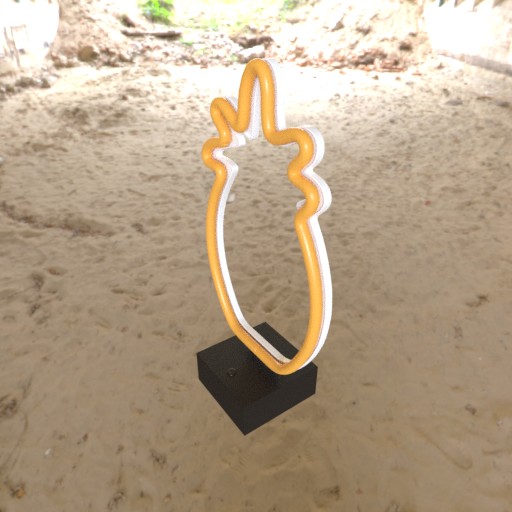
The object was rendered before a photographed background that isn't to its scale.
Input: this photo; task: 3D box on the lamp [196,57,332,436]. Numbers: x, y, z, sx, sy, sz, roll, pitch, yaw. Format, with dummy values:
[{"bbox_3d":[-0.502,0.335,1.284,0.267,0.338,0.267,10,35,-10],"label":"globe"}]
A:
[{"bbox_3d":[0.000,0.000,0.386,0.088,0.317,0.167,-20,35,-30],"label":"lamp"}]
